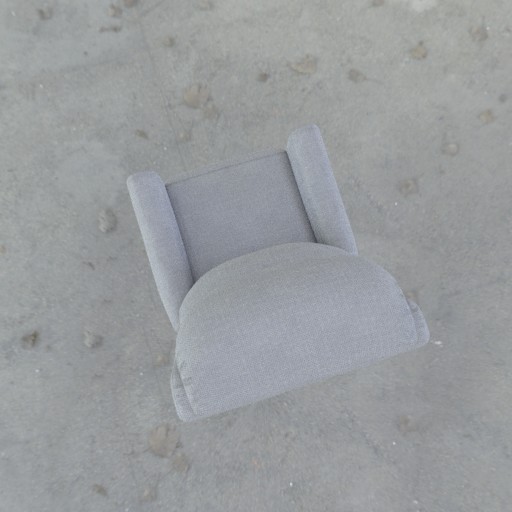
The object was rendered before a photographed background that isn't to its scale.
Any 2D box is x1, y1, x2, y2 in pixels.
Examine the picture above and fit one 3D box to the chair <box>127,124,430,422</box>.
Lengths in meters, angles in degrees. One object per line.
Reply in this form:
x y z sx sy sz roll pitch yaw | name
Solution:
0.000 0.000 1.777 0.838 1.054 1.014 -17 76 -4 | chair
